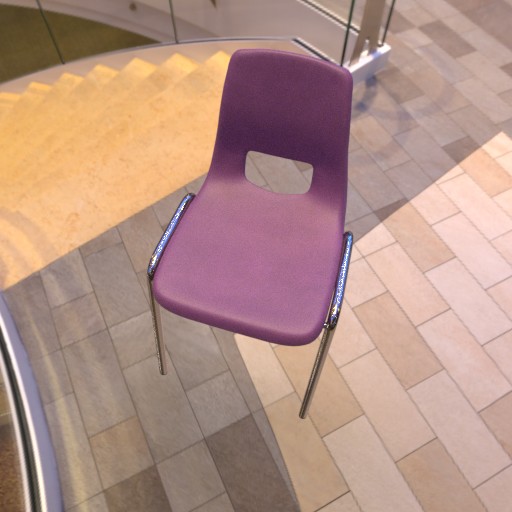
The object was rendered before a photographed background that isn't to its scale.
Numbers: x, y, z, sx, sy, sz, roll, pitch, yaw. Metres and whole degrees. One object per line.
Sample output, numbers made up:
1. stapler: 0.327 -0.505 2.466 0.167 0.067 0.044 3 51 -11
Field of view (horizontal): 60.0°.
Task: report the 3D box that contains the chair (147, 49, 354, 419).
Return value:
1. chair: 0.000 0.000 0.919 0.381 0.654 0.432 15 60 9
